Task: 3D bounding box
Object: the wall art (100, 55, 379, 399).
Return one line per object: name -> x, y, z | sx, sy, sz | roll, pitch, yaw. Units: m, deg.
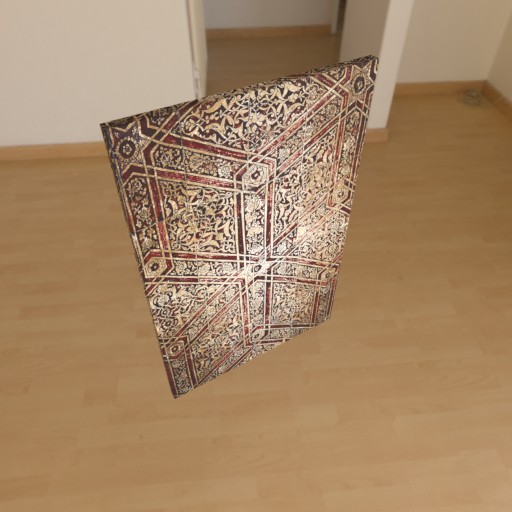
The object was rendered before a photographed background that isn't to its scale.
wall art -> 0.000, 0.000, 0.771 | 0.397, 0.599, 0.020 | -23, 49, -22
